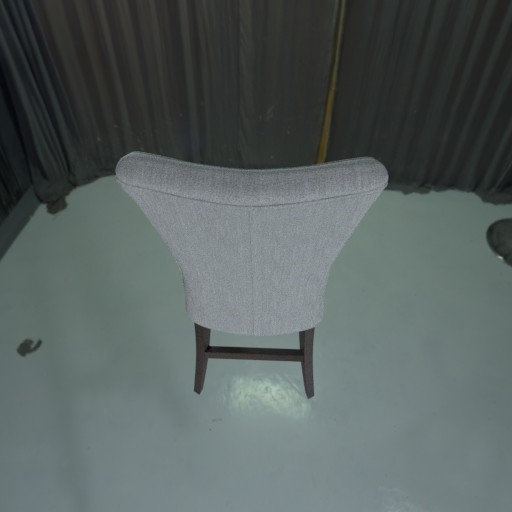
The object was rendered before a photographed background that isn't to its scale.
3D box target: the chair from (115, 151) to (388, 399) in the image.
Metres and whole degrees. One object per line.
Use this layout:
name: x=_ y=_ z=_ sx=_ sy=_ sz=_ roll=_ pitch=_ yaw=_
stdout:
chair: x=0.000 y=0.000 z=1.349 sx=0.520 sy=0.991 sz=0.660 roll=2 pitch=45 yaw=2
